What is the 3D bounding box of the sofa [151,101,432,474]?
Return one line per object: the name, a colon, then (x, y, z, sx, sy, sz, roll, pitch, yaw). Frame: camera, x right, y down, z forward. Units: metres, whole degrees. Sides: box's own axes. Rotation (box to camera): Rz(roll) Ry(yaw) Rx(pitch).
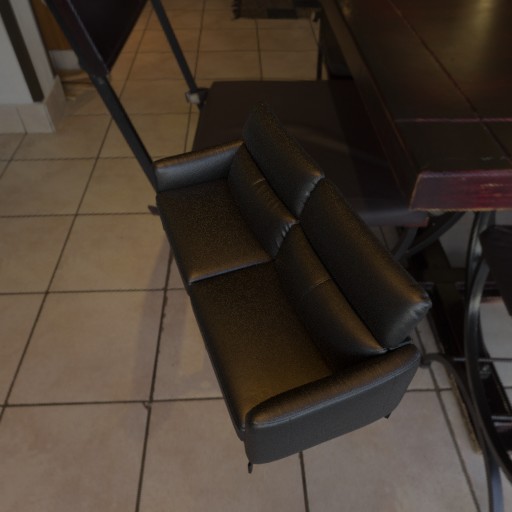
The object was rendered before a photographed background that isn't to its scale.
sofa: (0.000, 0.000, 2.584, 0.856, 0.957, 2.069, -15, 47, -14)
